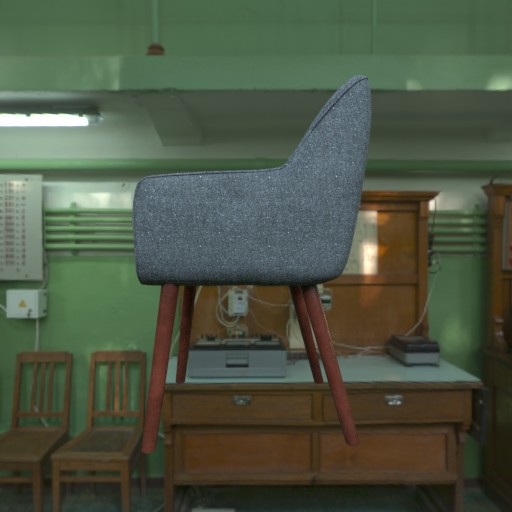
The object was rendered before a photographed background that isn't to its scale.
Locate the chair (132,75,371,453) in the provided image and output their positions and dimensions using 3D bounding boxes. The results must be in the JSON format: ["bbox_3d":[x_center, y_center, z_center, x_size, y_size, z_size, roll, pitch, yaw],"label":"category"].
[{"bbox_3d":[0.000,0.000,1.160,0.519,0.803,0.543,0,1,-2],"label":"chair"}]
